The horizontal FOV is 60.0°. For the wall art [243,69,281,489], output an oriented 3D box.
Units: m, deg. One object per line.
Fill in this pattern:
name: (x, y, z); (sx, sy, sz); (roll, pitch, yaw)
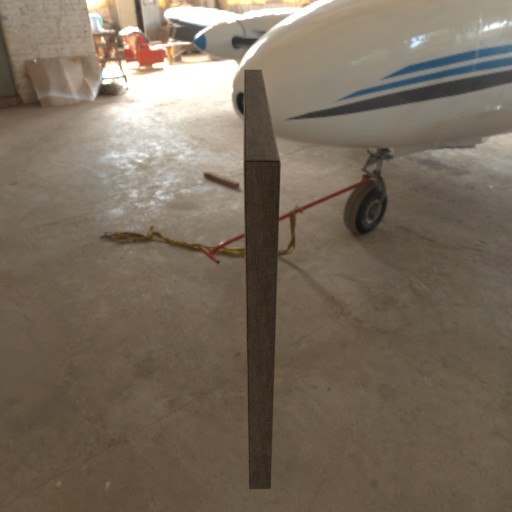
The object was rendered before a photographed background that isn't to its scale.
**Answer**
wall art: (0.000, 0.000, 1.102); (0.050, 0.751, 0.749); (-1, 31, -1)
